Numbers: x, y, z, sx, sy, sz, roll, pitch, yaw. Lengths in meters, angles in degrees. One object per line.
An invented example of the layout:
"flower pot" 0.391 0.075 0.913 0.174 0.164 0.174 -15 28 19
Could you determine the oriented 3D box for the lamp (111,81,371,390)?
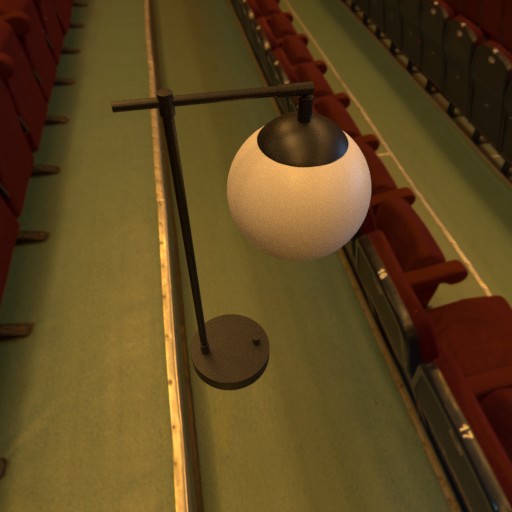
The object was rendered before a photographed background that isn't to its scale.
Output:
"lamp" 0.000 0.000 0.695 0.316 0.559 0.197 -8 48 -8
